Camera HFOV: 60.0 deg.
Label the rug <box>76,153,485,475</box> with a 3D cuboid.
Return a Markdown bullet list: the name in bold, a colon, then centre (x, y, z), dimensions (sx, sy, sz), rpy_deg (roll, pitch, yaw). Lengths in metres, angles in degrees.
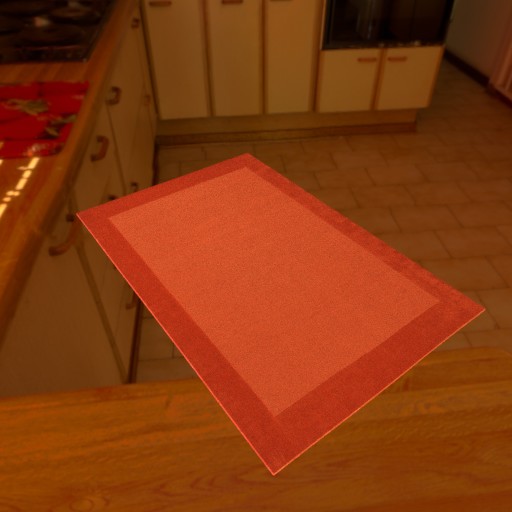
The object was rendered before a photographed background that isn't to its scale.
- **rug**: centre (0.000, 0.000, 2.278), dimensions (1.219, 0.014, 1.829), rpy_deg (-26, 47, -27)
